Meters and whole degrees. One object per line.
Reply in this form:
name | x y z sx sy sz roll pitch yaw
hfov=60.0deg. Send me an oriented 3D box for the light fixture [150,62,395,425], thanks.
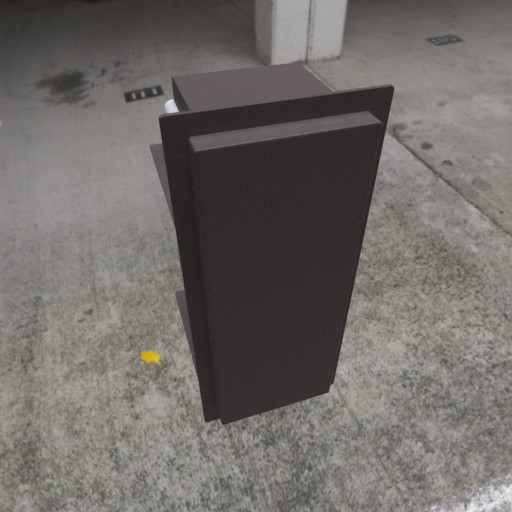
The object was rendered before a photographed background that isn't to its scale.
light fixture | 0.000 0.000 0.424 0.153 0.347 0.146 -12 43 -14
